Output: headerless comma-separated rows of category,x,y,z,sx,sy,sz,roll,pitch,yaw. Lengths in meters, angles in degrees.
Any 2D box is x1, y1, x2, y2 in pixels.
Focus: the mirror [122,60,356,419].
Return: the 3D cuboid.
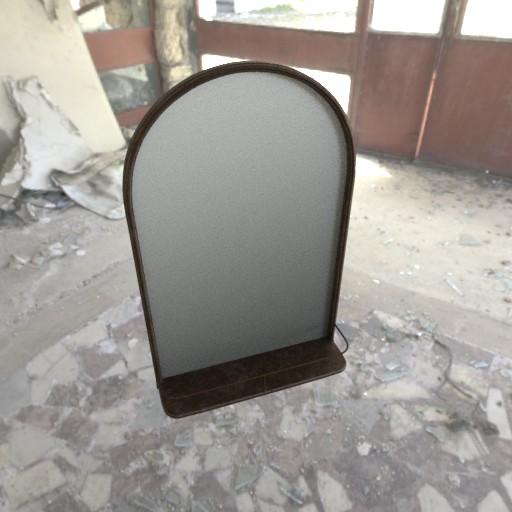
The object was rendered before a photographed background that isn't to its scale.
mirror,0.000,0.000,0.967,0.510,0.770,0.137,-11,35,-16
